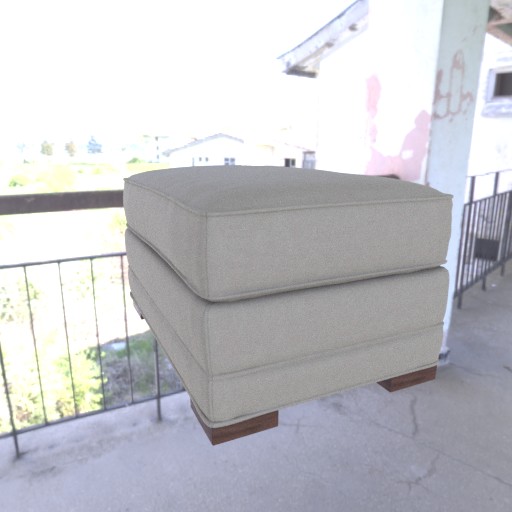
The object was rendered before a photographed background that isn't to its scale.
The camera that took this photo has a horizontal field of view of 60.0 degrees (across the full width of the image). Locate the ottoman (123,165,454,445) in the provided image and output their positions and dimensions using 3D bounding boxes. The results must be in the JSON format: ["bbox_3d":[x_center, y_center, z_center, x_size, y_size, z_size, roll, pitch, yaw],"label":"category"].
[{"bbox_3d":[0.000,0.000,1.237,0.611,0.482,0.848,-7,16,-24],"label":"ottoman"}]
